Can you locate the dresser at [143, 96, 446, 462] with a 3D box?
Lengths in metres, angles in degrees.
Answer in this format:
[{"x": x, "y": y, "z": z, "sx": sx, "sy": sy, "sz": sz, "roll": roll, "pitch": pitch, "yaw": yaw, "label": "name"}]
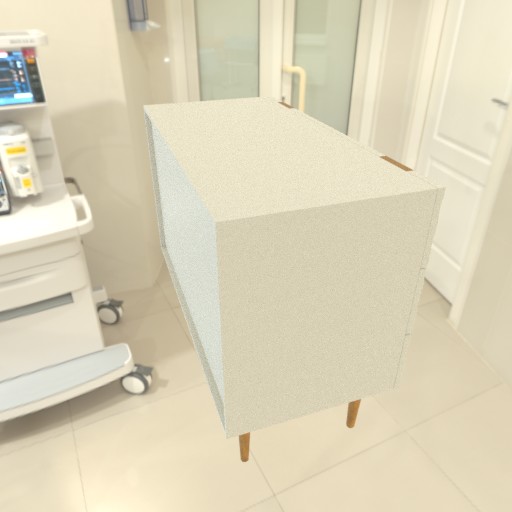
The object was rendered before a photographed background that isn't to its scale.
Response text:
[{"x": 0.000, "y": 0.000, "z": 1.322, "sx": 0.457, "sy": 0.721, "sz": 0.905, "roll": -10, "pitch": 32, "yaw": -17, "label": "dresser"}]
